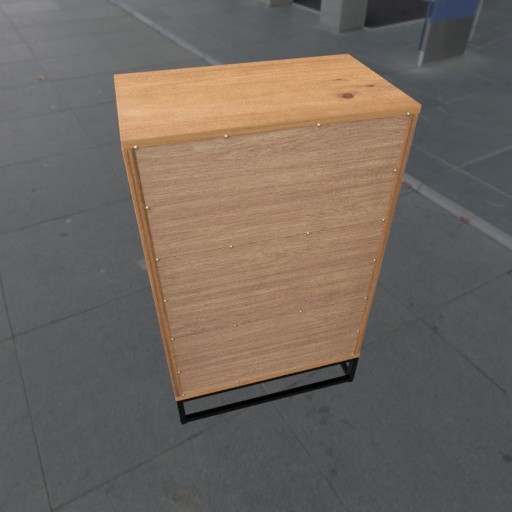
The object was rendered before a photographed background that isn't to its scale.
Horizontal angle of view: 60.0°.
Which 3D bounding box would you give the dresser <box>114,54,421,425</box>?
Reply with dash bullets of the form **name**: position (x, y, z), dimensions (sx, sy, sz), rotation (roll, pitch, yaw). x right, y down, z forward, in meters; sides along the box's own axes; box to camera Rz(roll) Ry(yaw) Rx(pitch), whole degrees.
- **dresser**: position (0.000, 0.000, 1.639), dimensions (0.761, 1.240, 0.479), rotation (-10, 42, -12)
